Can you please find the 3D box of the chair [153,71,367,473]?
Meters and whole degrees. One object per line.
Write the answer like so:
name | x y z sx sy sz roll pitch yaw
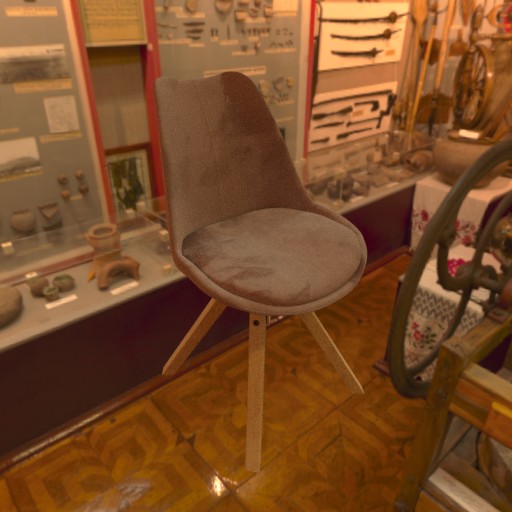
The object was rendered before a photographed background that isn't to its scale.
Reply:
chair | 0.000 0.000 1.171 0.485 0.850 0.550 -22 36 -34
